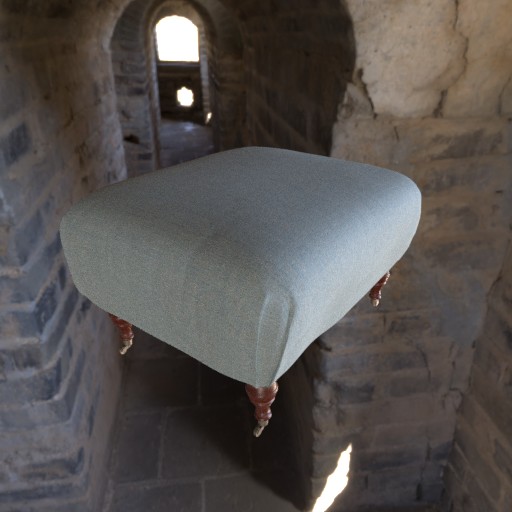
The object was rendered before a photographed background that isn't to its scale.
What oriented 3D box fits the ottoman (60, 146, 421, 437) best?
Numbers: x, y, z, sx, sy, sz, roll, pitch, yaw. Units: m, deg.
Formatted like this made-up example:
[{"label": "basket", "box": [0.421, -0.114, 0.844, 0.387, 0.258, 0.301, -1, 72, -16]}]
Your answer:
[{"label": "ottoman", "box": [0.000, 0.000, 1.146, 0.622, 0.450, 0.747, 19, 33, 32]}]
